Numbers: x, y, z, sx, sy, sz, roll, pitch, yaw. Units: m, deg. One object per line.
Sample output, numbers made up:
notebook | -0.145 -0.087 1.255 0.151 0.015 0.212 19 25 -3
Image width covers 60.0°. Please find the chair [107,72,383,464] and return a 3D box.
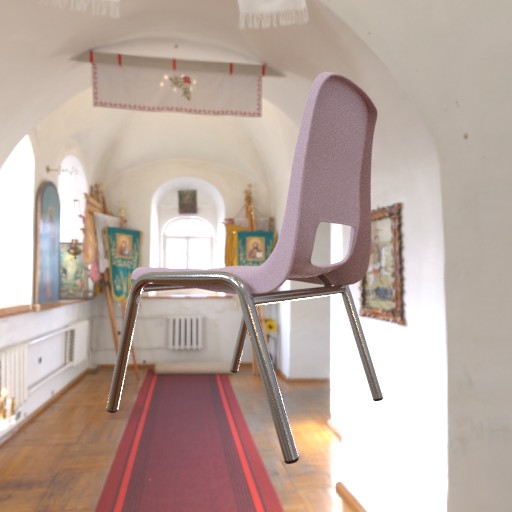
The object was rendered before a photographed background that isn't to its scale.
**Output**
chair | 0.000 0.000 0.793 0.385 0.536 0.354 -1 -1 36
